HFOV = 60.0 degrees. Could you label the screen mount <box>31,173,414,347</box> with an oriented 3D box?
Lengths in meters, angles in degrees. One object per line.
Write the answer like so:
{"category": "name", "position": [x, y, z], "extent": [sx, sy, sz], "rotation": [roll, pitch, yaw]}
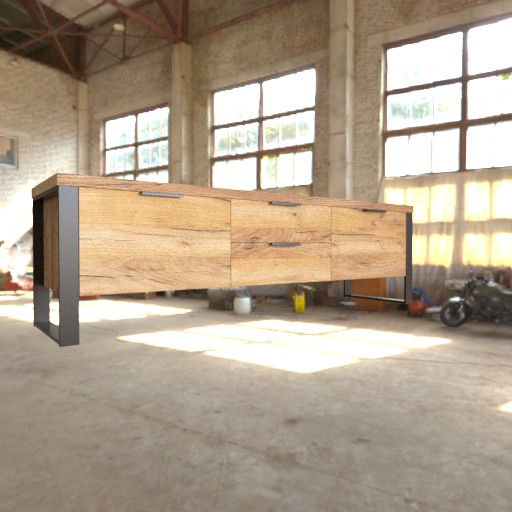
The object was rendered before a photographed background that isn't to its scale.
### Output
{"category": "screen mount", "position": [0.000, 0.000, 1.735], "extent": [1.524, 0.450, 0.395], "rotation": [-1, 1, -36]}
